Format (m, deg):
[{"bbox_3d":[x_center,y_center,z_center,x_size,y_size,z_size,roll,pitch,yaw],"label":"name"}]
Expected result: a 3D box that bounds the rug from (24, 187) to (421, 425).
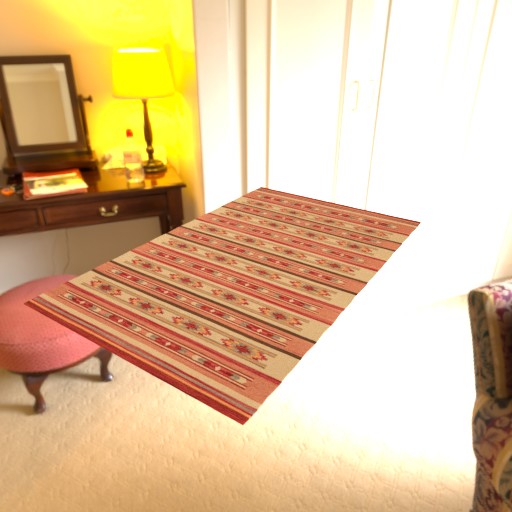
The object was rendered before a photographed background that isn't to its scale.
[{"bbox_3d":[0.000,0.000,3.014,1.535,0.010,2.431,17,32,30],"label":"rug"}]
